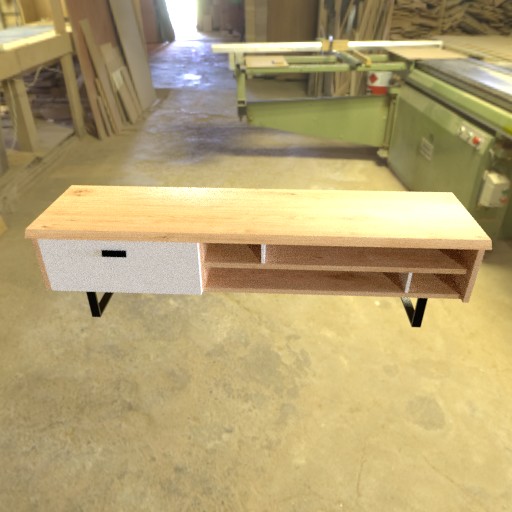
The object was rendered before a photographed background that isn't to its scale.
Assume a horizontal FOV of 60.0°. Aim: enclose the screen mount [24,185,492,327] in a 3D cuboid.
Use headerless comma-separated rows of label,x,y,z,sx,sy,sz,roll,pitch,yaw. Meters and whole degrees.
screen mount,0.000,0.000,1.899,1.700,0.430,0.450,1,31,2
